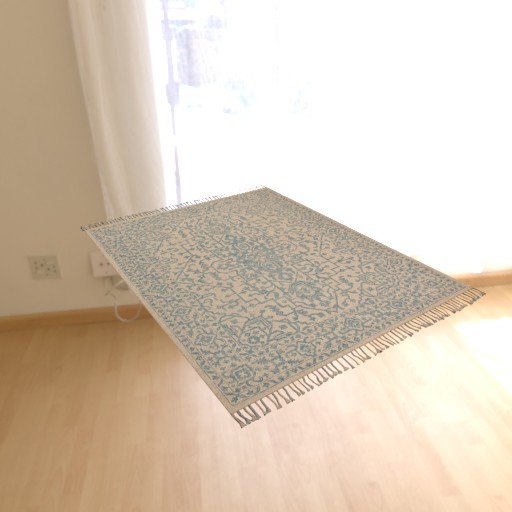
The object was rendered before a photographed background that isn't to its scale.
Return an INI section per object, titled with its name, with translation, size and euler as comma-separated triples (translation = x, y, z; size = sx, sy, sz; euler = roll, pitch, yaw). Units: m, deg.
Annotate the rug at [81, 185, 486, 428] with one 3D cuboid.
[rug]
translation = 0.000, 0.000, 4.315
size = 2.464, 0.010, 3.327
euler = -18, 34, -30
